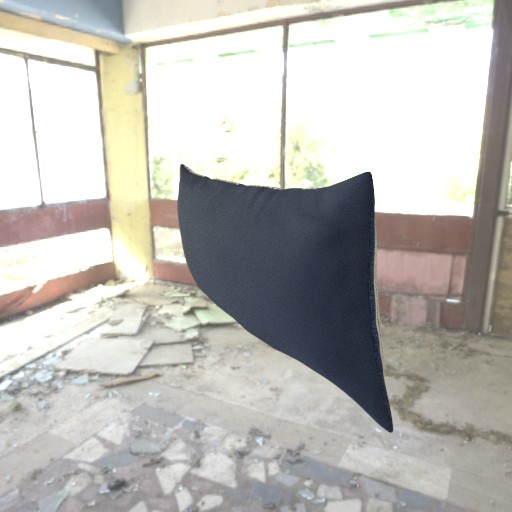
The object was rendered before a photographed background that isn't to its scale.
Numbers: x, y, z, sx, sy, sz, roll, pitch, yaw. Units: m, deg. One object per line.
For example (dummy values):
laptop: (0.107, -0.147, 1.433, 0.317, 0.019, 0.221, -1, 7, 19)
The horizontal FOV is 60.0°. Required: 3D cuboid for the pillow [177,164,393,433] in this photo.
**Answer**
pillow: (0.000, 0.000, 0.723, 0.156, 0.292, 0.608, -6, 14, -25)
